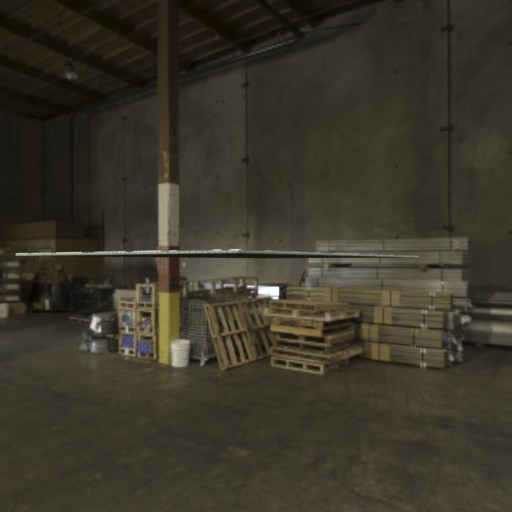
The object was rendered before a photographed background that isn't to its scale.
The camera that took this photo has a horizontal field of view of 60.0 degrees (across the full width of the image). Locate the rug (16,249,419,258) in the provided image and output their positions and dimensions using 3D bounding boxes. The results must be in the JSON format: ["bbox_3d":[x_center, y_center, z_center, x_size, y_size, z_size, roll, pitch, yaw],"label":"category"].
[{"bbox_3d":[0.000,0.000,2.997,1.518,0.015,2.438,0,-1,34],"label":"rug"}]
